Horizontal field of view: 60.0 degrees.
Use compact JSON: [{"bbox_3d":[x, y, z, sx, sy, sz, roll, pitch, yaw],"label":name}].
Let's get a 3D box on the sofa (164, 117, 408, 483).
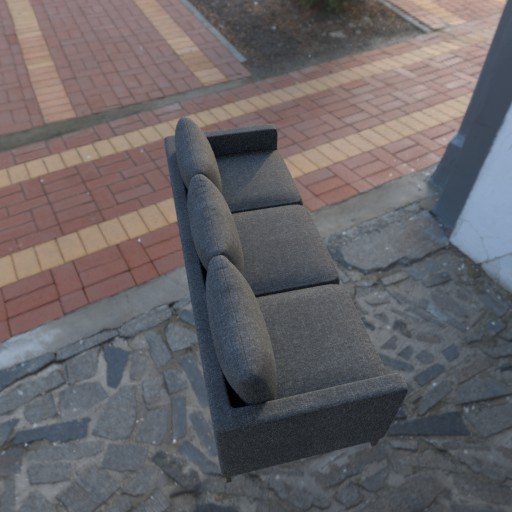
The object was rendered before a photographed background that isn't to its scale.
[{"bbox_3d":[0.000,0.000,2.694,0.859,0.874,2.218,-10,47,-9],"label":"sofa"}]
